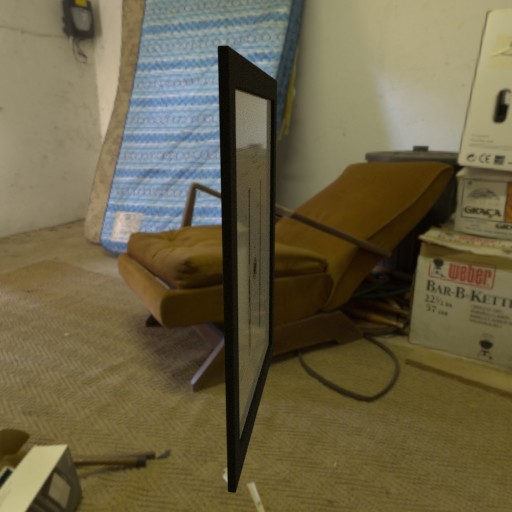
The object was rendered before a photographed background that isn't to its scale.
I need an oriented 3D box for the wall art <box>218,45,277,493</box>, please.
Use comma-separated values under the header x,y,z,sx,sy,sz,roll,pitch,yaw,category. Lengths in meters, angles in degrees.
x,y,z,sx,sy,sz,roll,pitch,yaw,category
0.000,0.000,0.674,0.012,0.529,0.374,3,17,9,wall art
